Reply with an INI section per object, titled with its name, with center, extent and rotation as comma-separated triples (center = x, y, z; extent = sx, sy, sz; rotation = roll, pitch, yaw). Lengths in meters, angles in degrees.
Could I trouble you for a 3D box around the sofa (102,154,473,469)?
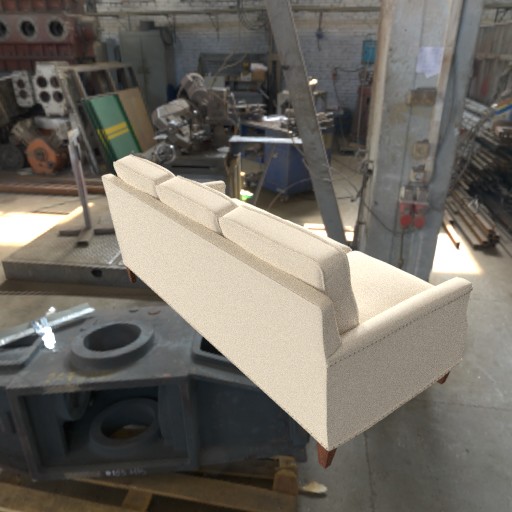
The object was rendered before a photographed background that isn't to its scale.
[sofa]
center = 0.000, 0.000, 2.717
extent = 1.084, 1.003, 2.246
rotation = -18, 31, -33
